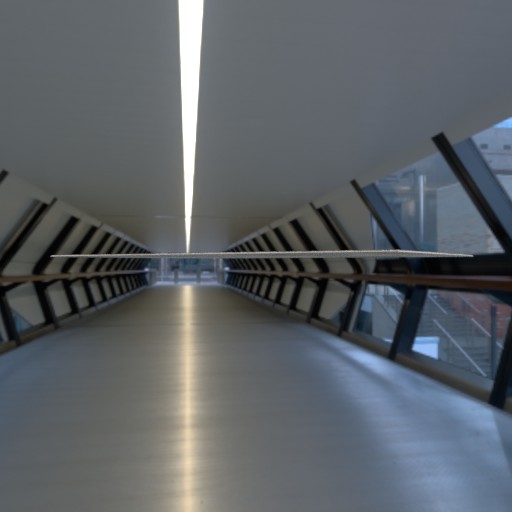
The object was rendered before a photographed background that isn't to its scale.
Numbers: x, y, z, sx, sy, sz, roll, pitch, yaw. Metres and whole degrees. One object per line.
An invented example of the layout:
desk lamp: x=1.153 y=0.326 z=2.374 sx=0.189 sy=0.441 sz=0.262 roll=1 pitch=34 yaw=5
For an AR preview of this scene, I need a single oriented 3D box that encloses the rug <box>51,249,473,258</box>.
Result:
rug: x=0.000 y=0.000 z=3.011 sx=2.431 sy=0.012 sz=1.536 roll=-1 pitch=-1 yaw=36
